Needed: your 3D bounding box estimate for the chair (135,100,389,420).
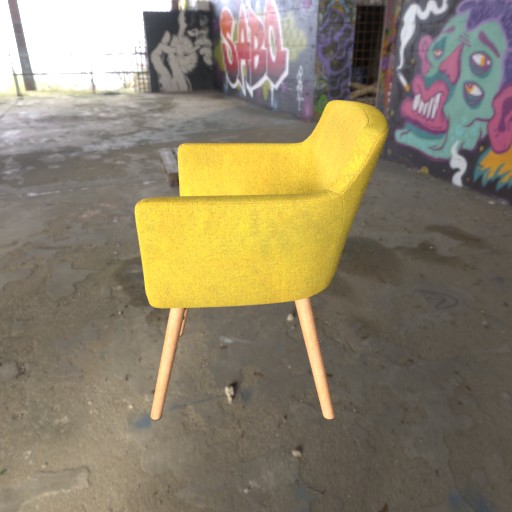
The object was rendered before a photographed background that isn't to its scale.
[{"bbox_3d":[0.000,0.000,1.198,0.570,0.780,0.570,0,25,0],"label":"chair"}]
